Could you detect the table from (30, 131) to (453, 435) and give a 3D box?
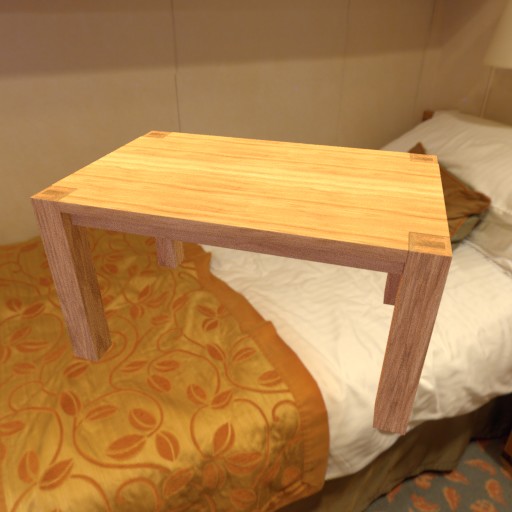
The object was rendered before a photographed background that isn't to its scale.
[{"bbox_3d":[0.000,0.000,1.955,1.400,0.760,0.900,9,32,14],"label":"table"}]
